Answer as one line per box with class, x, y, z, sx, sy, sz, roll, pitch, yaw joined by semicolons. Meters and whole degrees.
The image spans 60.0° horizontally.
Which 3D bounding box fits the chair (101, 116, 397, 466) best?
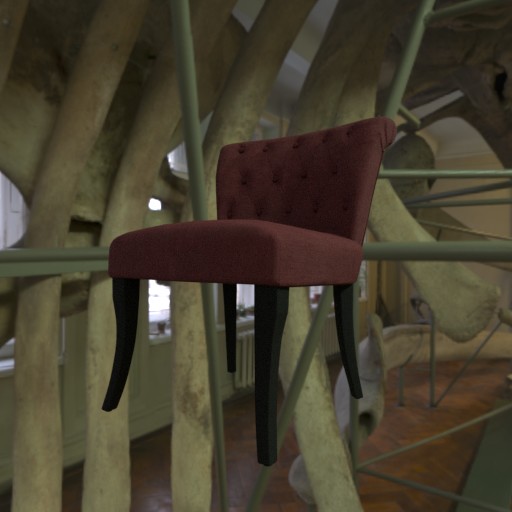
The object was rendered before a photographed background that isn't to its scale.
chair;0.000;0.000;1.169;0.582;0.750;0.605;0;0;36
